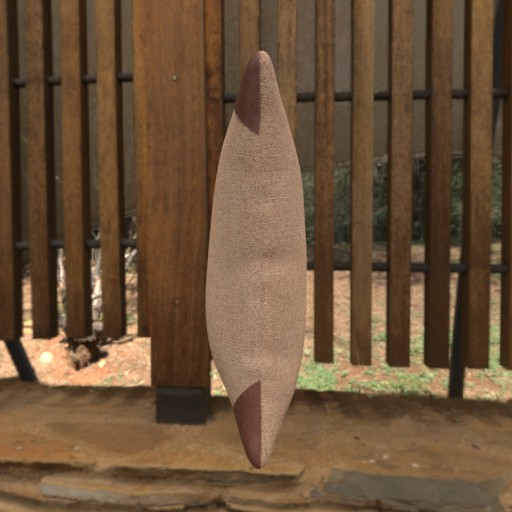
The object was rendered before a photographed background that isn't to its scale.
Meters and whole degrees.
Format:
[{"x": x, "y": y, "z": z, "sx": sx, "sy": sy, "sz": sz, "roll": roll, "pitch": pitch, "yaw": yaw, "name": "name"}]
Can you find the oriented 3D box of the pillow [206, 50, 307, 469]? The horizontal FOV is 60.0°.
[{"x": 0.000, "y": 0.000, "z": 0.684, "sx": 0.147, "sy": 0.448, "sz": 0.437, "roll": 0, "pitch": 1, "yaw": -1, "name": "pillow"}]
